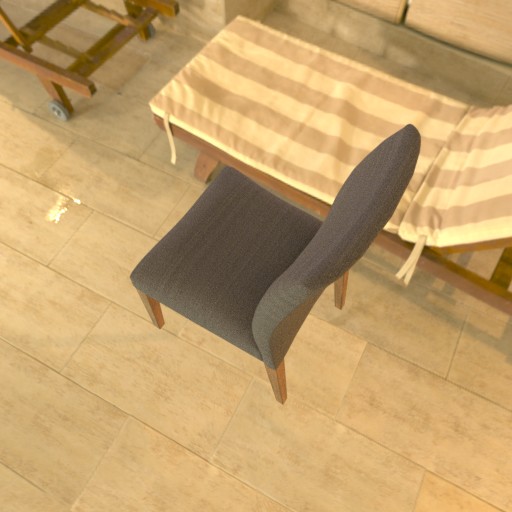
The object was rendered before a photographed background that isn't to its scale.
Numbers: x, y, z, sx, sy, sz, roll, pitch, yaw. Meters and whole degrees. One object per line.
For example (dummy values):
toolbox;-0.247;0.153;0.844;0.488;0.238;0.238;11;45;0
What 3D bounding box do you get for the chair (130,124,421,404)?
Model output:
chair;0.000;0.000;1.268;0.585;0.940;0.496;30;66;15
